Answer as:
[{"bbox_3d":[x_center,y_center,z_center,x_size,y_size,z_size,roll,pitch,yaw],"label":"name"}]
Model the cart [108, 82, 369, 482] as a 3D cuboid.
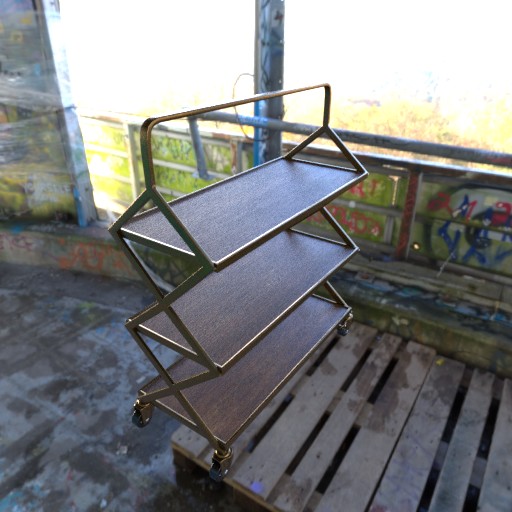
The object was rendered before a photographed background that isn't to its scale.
[{"bbox_3d":[0.000,0.000,1.172,0.313,0.805,0.723,18,33,31],"label":"cart"}]
